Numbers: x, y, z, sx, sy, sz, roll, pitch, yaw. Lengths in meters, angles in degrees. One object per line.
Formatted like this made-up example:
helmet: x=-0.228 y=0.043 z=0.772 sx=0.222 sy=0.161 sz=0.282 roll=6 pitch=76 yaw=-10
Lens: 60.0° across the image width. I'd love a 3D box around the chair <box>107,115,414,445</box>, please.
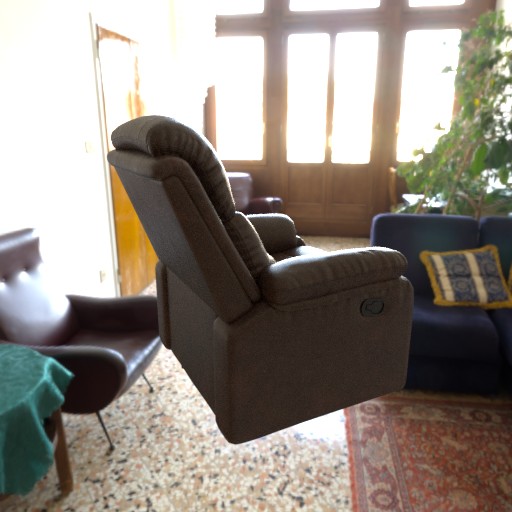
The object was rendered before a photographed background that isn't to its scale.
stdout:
chair: x=0.000 y=0.000 z=1.655 sx=0.919 sy=0.992 sz=0.855 roll=-8 pitch=17 yaw=-26
